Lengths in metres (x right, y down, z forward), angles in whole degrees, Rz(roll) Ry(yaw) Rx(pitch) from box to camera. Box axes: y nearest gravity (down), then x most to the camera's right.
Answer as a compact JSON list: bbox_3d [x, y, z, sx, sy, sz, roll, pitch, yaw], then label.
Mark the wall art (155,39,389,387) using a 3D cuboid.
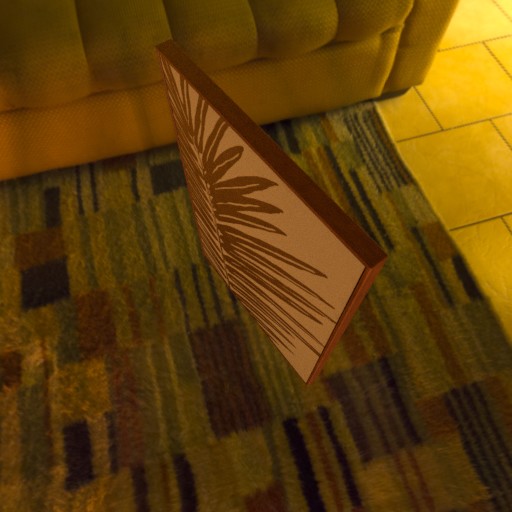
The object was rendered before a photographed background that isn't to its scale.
[{"bbox_3d":[0.000,0.000,1.175,0.037,0.914,0.610,-34,68,-16],"label":"wall art"}]
